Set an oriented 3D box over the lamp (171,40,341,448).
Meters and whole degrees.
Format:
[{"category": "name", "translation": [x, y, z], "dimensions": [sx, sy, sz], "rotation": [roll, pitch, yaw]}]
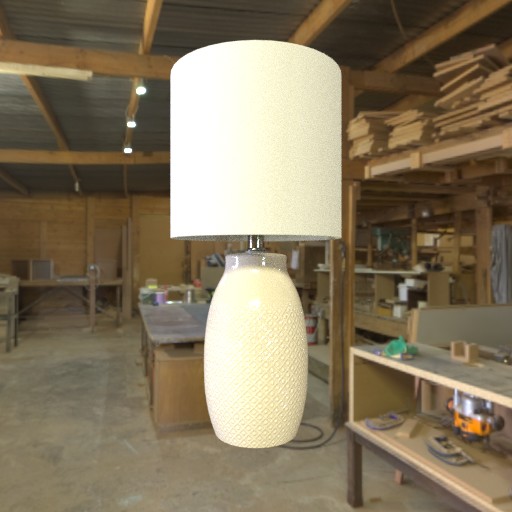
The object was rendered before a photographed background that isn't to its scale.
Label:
[{"category": "lamp", "translation": [0.000, 0.000, 0.573], "dimensions": [0.217, 0.453, 0.217], "rotation": [0, 0, -18]}]
